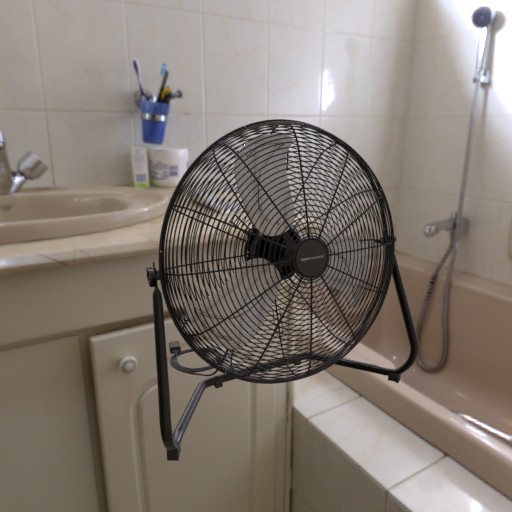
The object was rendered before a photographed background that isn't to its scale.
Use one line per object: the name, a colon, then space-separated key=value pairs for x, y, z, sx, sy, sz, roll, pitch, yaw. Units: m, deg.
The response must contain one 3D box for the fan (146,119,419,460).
fan: x=0.000 y=0.000 z=0.932 sx=0.555 sy=0.546 sz=0.424 roll=-8 pitch=18 yaw=-27
